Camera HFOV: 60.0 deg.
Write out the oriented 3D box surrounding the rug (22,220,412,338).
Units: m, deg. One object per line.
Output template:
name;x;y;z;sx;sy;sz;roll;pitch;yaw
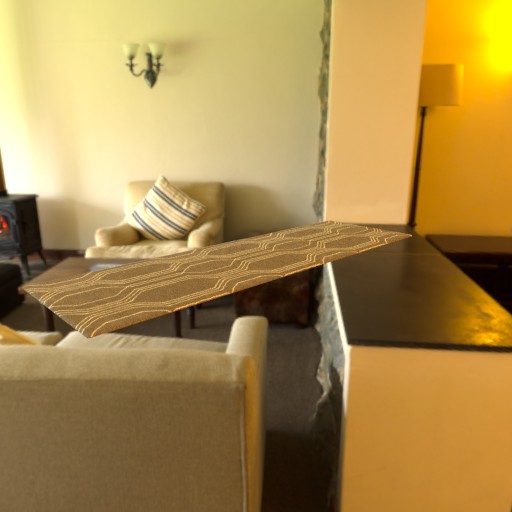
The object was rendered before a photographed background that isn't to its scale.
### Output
rug;0.000;0.000;2.741;2.464;0.012;0.773;-14;21;-42
